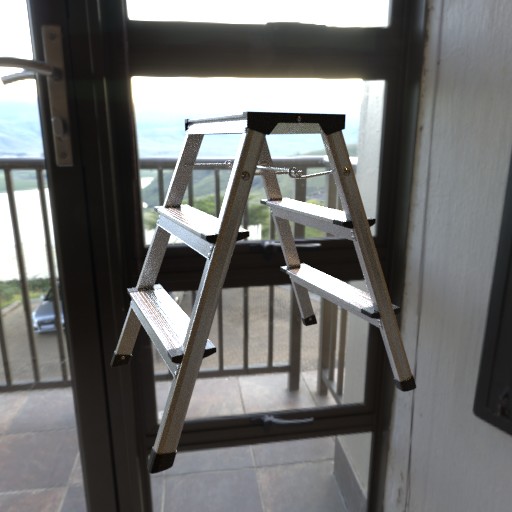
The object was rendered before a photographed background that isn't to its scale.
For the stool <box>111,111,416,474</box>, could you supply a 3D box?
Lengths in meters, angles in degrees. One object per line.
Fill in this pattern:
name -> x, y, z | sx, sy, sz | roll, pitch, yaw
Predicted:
stool -> 0.000, 0.000, 1.007 | 0.622, 0.605, 0.437 | -7, 16, -25
